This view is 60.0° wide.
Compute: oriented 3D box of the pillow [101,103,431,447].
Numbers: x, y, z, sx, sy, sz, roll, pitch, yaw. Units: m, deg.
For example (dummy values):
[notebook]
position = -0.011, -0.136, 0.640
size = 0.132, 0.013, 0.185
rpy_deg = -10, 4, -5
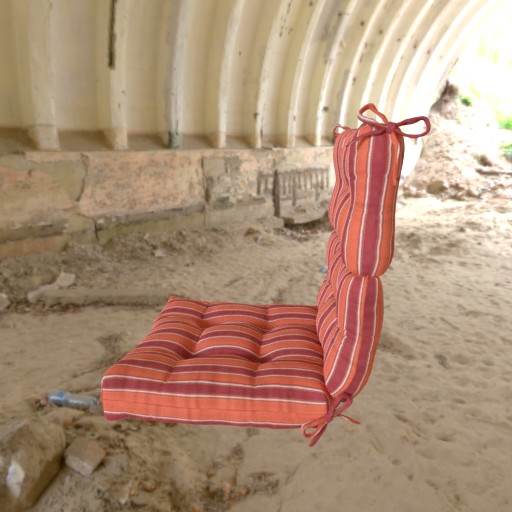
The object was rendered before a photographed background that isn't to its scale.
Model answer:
[pillow]
position = 0.000, 0.000, 0.979
size = 0.571, 0.605, 0.519
rpy_deg = 1, 15, 6
